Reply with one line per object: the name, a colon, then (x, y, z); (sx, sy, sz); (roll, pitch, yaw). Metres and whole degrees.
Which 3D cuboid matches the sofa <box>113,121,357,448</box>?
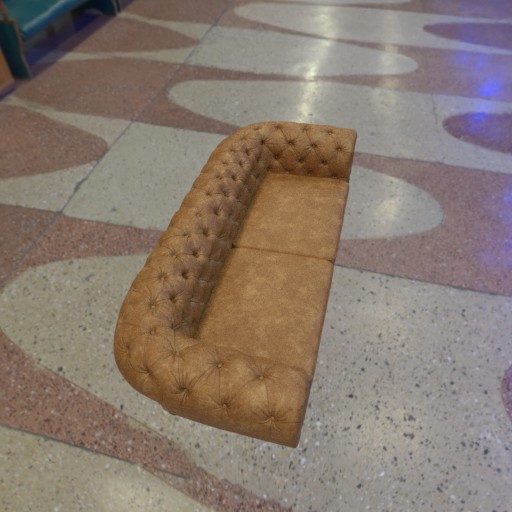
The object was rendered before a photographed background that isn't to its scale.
sofa: (0.000, 0.000, 2.800); (0.989, 0.760, 2.365); (11, 46, 10)
